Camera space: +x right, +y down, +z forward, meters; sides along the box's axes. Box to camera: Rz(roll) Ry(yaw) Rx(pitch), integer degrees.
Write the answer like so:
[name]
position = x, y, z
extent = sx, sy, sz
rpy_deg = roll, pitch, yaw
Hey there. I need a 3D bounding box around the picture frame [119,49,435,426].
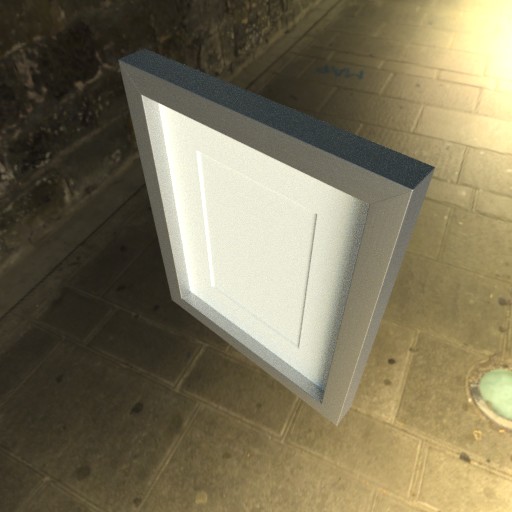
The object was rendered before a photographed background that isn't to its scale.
[picture frame]
position = 0.000, 0.000, 0.380
extent = 0.233, 0.282, 0.036
rpy_deg = 32, 54, 27
